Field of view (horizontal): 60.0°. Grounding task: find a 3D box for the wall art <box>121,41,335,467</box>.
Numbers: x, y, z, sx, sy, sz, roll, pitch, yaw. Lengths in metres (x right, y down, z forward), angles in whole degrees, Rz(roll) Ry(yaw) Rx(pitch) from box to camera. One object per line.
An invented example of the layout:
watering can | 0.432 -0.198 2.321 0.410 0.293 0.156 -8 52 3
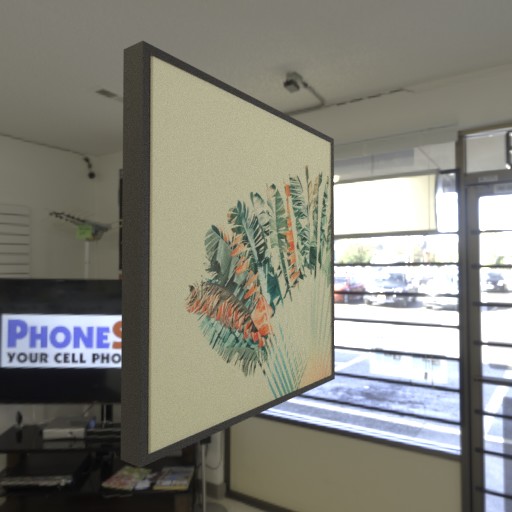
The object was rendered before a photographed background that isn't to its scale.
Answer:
wall art | 0.000 0.000 0.742 0.037 0.507 0.509 -1 -2 36
